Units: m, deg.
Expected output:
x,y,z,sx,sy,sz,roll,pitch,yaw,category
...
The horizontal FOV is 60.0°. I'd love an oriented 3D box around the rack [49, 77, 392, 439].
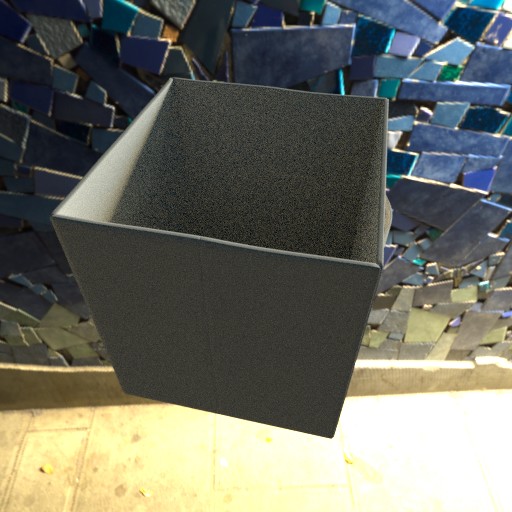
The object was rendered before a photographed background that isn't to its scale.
x,y,z,sx,sy,sz,roll,pitch,yaw,category
0.000,0.000,0.507,0.270,0.280,0.270,9,45,9,rack
